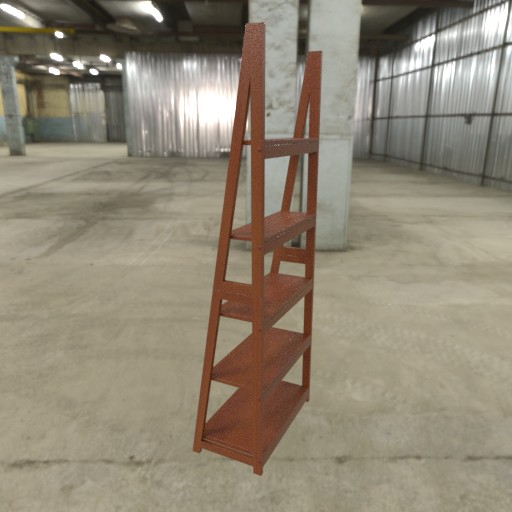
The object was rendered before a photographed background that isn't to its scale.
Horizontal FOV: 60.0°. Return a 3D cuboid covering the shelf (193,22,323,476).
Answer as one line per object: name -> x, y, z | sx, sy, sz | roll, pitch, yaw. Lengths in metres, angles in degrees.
shelf -> 0.000, 0.000, 2.022 | 0.356, 1.780, 0.630 | 8, 18, 25
